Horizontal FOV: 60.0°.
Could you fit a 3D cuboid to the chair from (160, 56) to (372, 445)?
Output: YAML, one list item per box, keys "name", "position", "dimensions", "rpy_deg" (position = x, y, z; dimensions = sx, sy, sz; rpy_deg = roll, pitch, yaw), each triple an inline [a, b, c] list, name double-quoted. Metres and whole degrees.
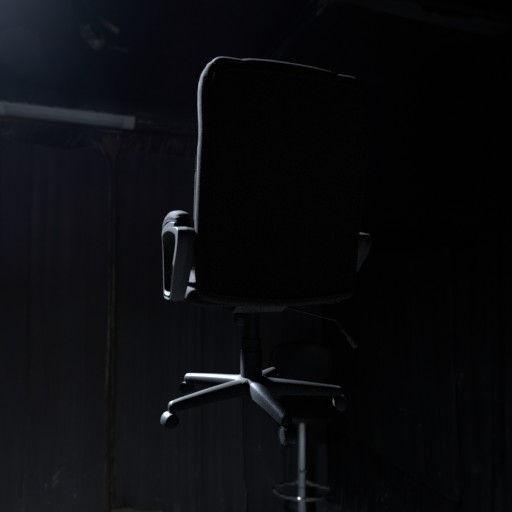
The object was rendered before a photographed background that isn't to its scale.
- name: "chair"
  position: [0.000, 0.000, 1.570]
  dimensions: [0.667, 1.105, 0.724]
  rpy_deg: [1, -2, -18]
